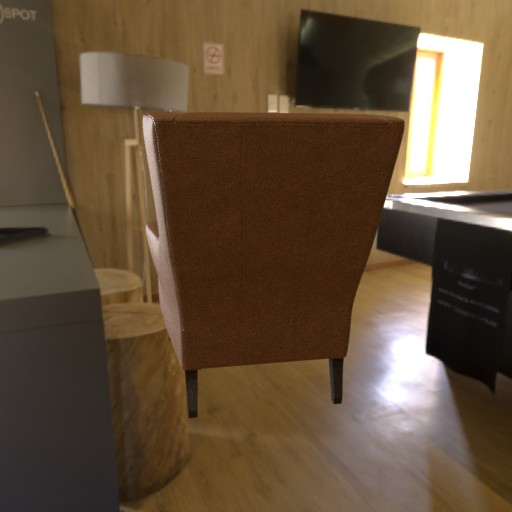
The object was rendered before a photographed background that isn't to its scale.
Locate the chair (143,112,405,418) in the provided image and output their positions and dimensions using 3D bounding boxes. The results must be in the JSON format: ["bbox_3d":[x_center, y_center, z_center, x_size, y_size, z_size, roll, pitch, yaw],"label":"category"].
[{"bbox_3d":[0.000,0.000,1.694,0.852,1.016,0.925,-2,14,-9],"label":"chair"}]
